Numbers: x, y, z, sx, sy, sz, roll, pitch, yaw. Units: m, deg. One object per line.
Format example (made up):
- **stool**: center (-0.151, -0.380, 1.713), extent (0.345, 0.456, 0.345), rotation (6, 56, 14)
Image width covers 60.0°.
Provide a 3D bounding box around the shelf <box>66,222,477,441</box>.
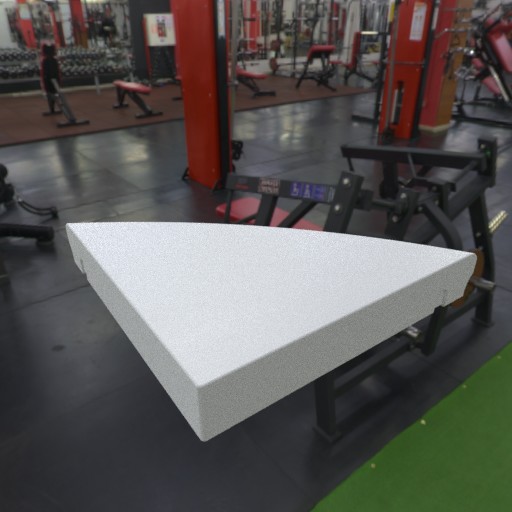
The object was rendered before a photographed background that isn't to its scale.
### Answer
- **shelf**: center (0.000, 0.000, 0.472), extent (0.310, 0.050, 0.310), rotation (-19, 34, -31)
